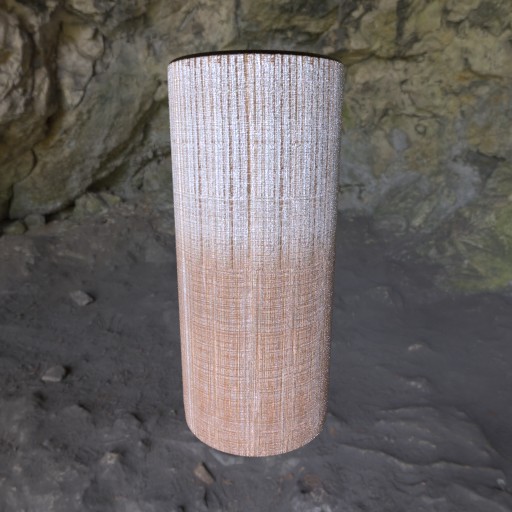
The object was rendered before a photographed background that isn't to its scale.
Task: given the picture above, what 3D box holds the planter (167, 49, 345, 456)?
[{"bbox_3d":[0.000,0.000,0.284,0.100,0.227,0.100,-2,16,-8],"label":"planter"}]
